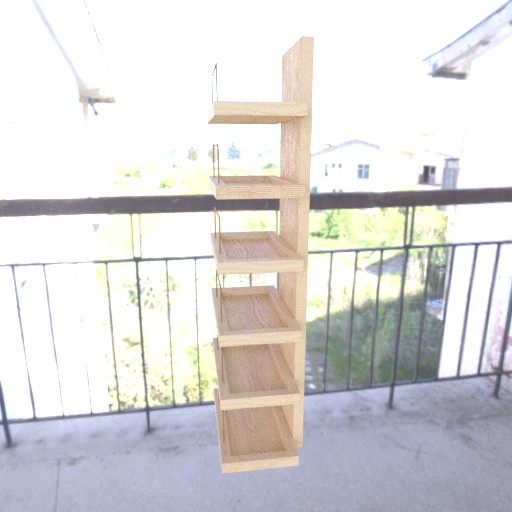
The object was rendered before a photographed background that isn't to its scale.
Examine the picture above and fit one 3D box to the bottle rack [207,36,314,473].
[{"bbox_3d":[0.000,0.000,1.077,0.206,0.943,0.330,-2,14,-8],"label":"bottle rack"}]
